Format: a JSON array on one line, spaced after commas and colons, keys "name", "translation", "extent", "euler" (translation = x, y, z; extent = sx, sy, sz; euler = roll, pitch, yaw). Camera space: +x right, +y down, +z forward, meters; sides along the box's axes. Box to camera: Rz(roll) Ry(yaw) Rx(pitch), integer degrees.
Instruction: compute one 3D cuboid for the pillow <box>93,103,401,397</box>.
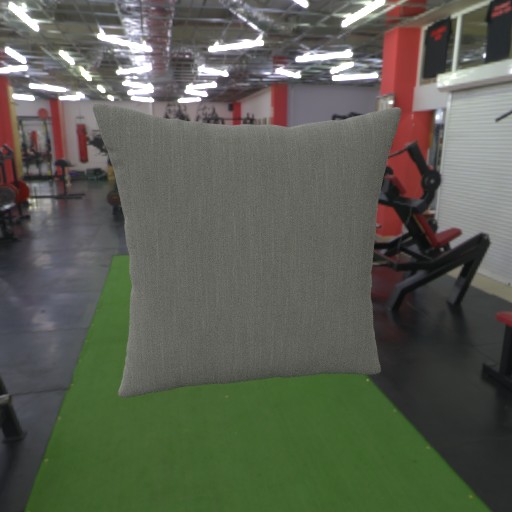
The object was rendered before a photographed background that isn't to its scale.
[{"name": "pillow", "translation": [0.000, 0.000, 0.788], "extent": [0.511, 0.509, 0.161], "euler": [-3, 15, -10]}]
